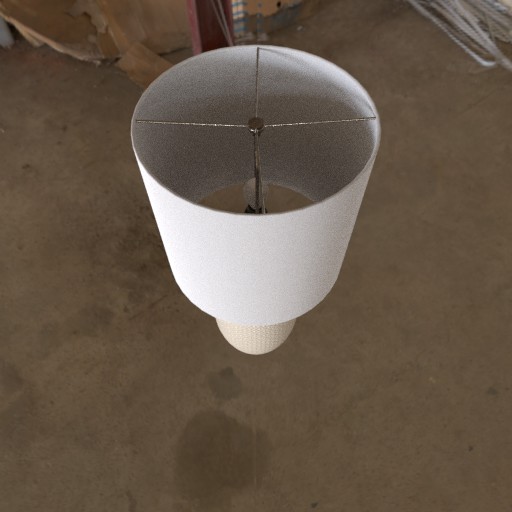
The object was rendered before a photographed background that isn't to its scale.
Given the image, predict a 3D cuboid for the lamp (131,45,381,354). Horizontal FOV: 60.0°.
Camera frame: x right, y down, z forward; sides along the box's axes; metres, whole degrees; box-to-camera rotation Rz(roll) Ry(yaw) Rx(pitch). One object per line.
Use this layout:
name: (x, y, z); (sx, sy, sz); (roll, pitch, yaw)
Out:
lamp: (0.000, 0.000, 0.579); (0.217, 0.453, 0.217); (-1, 58, -1)
